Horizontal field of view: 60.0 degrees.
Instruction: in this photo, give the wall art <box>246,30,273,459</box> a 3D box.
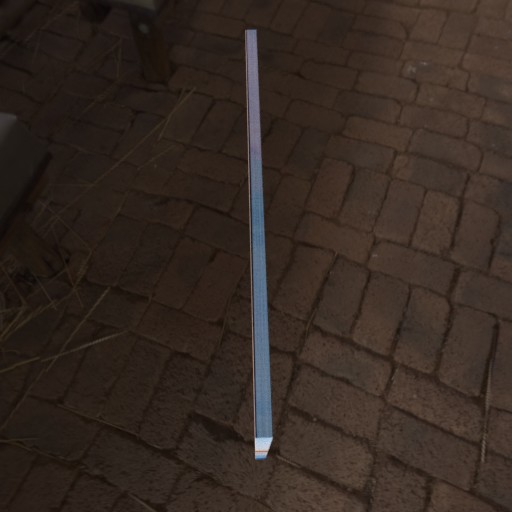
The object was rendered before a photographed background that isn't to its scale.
[{"bbox_3d":[0.000,0.000,1.404,0.034,0.756,1.137,-1,63,-1],"label":"wall art"}]
